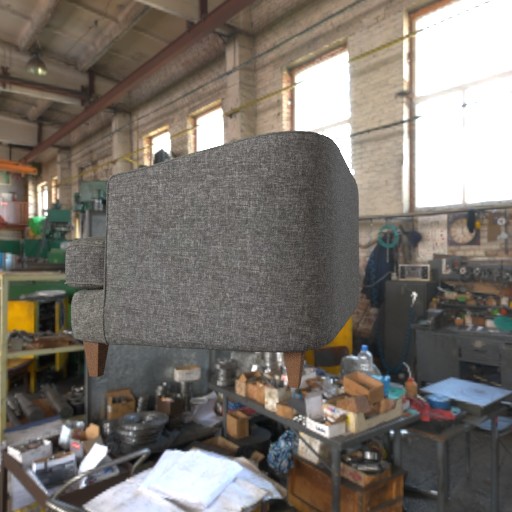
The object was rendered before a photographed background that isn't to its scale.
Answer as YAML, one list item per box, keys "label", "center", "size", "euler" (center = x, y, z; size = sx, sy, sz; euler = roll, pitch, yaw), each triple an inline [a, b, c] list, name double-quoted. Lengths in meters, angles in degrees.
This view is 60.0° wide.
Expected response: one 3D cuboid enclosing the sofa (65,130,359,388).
- label: "sofa"
  center: [0.000, 0.000, 2.235]
  size: [0.941, 0.855, 1.733]
  euler: [0, 0, 17]
